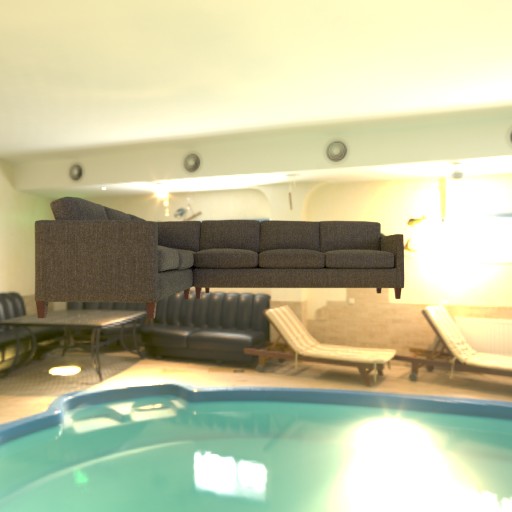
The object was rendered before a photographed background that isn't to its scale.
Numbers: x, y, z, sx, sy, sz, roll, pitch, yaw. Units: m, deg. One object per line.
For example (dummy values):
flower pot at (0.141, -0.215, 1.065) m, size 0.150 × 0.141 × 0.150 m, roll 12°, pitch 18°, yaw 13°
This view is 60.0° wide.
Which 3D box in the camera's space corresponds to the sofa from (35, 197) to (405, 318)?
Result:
sofa at (0.000, 0.000, 4.532) m, size 3.302 × 0.947 × 2.593 m, roll 0°, pitch 0°, yaw 1°
